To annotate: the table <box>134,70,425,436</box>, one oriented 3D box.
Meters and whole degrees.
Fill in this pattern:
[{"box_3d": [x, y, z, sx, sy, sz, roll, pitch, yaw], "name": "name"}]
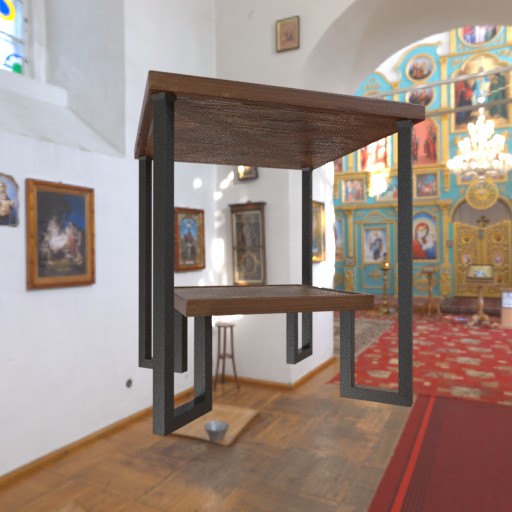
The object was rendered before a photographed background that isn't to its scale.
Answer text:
[{"box_3d": [0.000, 0.000, 0.986, 0.503, 0.563, 0.503, 0, 0, -18], "name": "table"}]
